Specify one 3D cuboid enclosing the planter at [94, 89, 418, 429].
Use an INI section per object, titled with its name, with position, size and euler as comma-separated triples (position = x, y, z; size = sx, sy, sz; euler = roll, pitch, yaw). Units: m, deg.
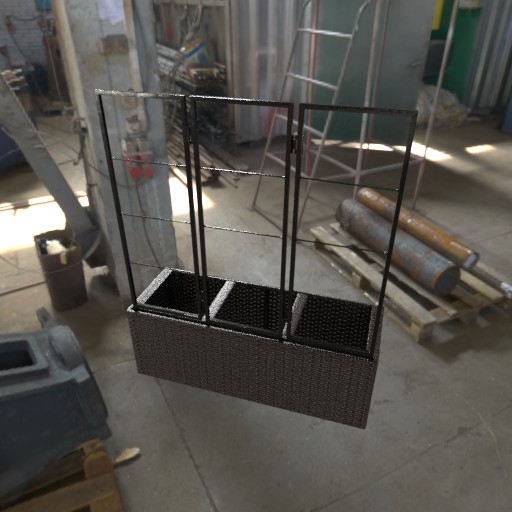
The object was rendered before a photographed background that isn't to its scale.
[planter]
position = 0.000, 0.000, 1.175
size = 0.699, 0.841, 0.244
euler = 9, 32, 15
